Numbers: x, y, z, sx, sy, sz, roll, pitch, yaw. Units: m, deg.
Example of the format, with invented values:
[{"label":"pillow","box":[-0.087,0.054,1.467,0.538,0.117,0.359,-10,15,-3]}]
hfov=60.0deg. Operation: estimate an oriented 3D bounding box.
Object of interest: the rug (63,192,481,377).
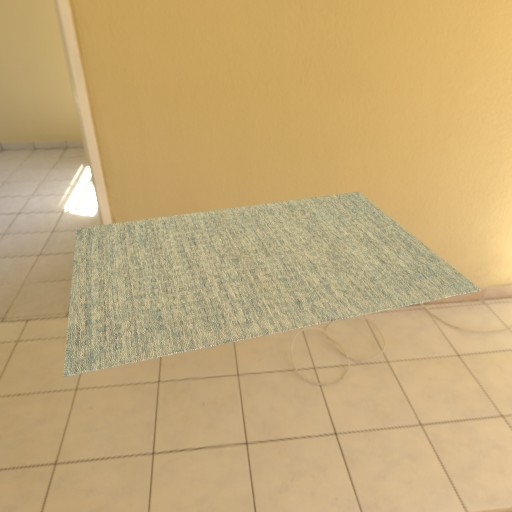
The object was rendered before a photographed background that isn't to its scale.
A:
[{"label":"rug","box":[0.000,0.000,2.230,1.752,0.006,1.142,-9,33,-14]}]
